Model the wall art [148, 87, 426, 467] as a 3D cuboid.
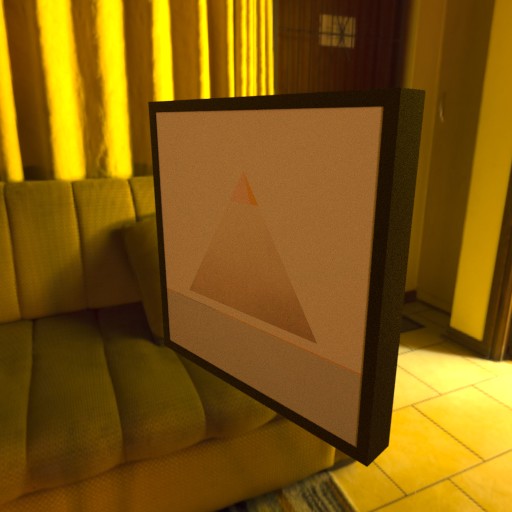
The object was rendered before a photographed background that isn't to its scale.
[{"bbox_3d":[0.000,0.000,0.449,0.304,0.303,0.037,16,23,43],"label":"wall art"}]
